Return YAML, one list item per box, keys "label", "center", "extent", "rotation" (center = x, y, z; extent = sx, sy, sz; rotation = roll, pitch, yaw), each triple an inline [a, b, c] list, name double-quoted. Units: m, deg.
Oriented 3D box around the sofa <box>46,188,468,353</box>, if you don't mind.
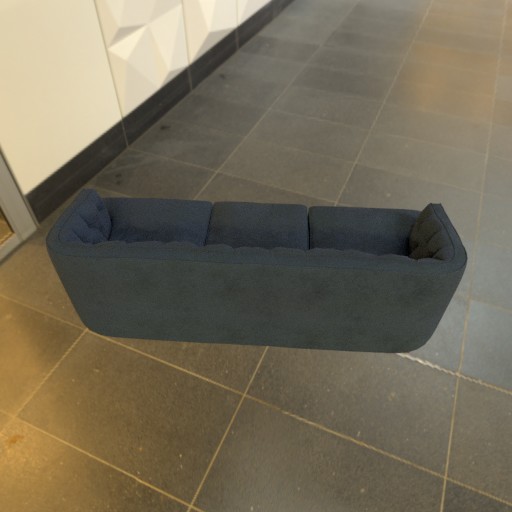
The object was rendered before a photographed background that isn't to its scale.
- label: "sofa"
  center: [0.000, 0.000, 2.763]
  extent: [2.278, 0.855, 0.941]
  rotation: [3, 46, 3]
